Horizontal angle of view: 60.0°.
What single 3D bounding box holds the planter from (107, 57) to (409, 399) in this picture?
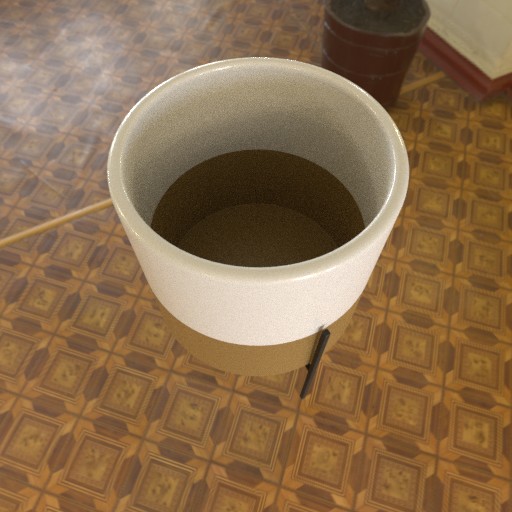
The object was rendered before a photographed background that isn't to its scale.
[{"bbox_3d":[0.000,0.000,0.629,0.310,0.432,0.310,15,60,9],"label":"planter"}]
